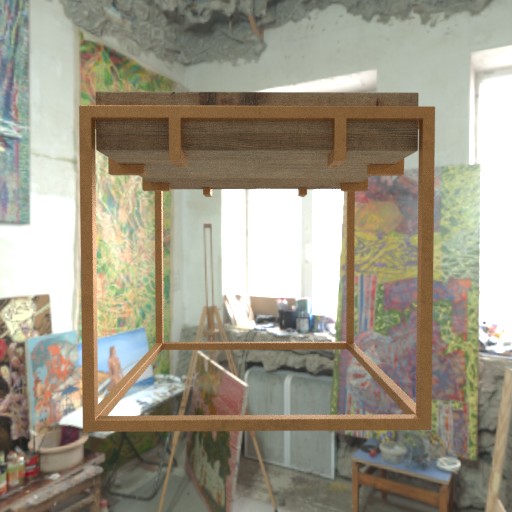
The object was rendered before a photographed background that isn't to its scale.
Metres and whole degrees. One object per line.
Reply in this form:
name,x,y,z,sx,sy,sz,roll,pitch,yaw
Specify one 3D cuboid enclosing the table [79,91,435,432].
table,0.000,0.000,1.052,0.599,0.584,0.599,0,2,-1
